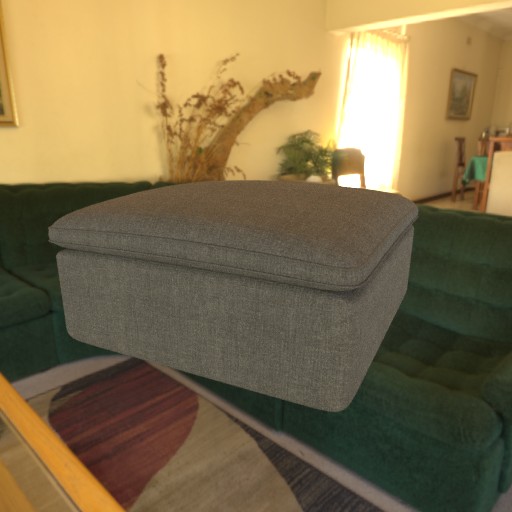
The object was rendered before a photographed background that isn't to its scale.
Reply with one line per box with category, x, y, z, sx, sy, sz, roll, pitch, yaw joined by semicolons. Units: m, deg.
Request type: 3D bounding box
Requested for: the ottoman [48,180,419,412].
ottoman;0.000;0.000;1.728;1.067;0.559;1.067;8;18;26
